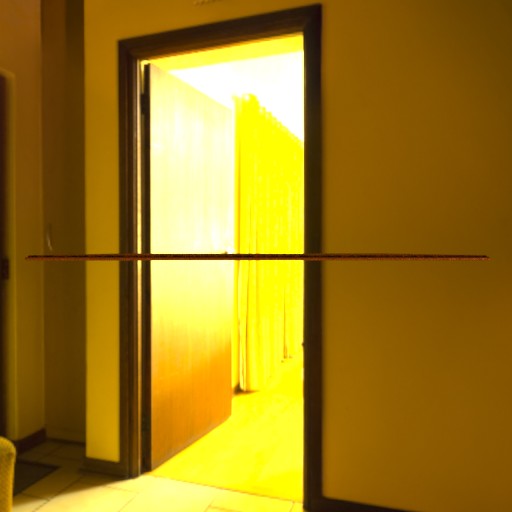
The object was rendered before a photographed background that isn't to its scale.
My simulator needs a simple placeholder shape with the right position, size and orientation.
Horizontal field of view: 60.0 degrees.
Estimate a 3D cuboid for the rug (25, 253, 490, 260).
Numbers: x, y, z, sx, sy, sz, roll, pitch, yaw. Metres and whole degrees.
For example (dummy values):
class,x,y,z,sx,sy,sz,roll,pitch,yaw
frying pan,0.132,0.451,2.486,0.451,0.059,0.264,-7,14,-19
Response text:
class,x,y,z,sx,sy,sz,roll,pitch,yaw
rug,0.000,0.000,2.883,2.204,0.024,1.588,0,1,-2
